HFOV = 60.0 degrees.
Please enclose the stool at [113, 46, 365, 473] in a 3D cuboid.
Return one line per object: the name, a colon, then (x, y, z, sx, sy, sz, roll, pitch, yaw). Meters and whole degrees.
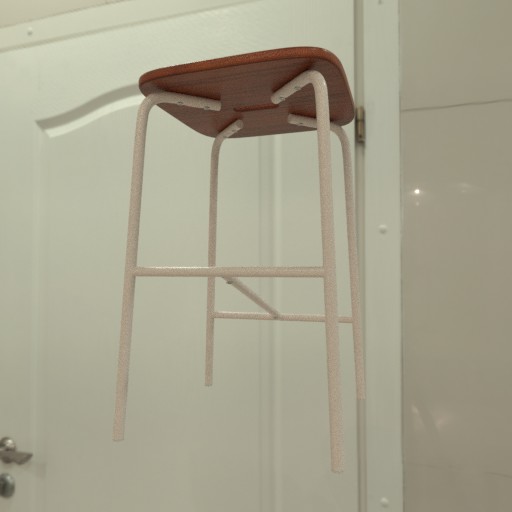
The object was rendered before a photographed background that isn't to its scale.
stool: (0.000, 0.000, 0.850, 0.376, 0.610, 0.376, -1, -2, 18)
